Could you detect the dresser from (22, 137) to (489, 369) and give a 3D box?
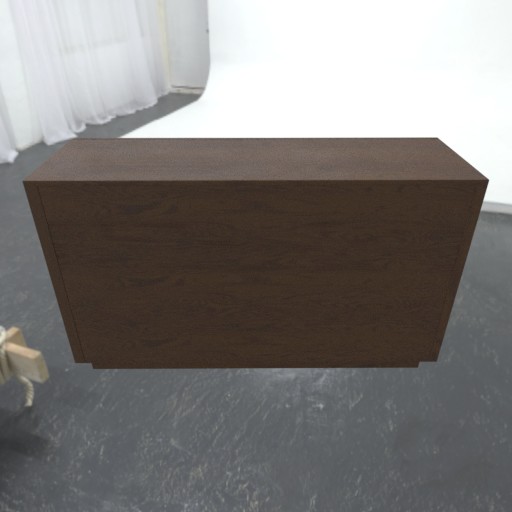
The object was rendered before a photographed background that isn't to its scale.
[{"bbox_3d":[0.000,0.000,1.893,1.523,0.889,0.512,0,31,0],"label":"dresser"}]
